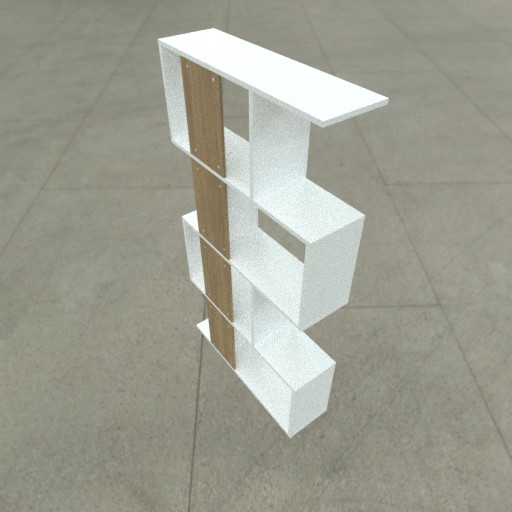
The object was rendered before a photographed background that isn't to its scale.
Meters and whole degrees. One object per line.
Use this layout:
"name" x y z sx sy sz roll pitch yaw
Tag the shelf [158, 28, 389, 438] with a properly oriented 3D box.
"shelf" 0.000 0.000 1.979 0.250 1.650 0.890 -26 48 -27
